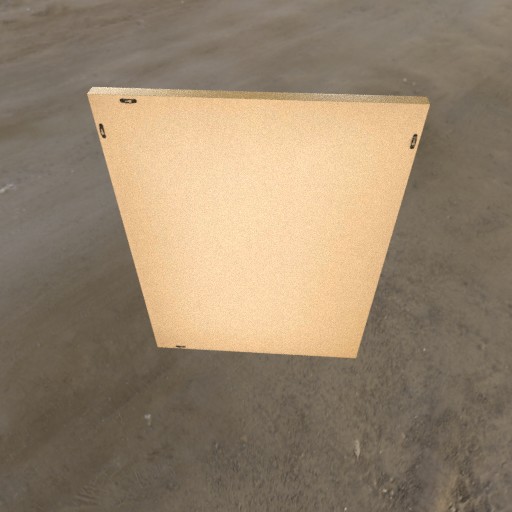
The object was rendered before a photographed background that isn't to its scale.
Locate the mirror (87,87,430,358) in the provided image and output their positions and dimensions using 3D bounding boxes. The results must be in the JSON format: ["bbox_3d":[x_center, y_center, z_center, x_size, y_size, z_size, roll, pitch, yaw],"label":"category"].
[{"bbox_3d":[0.000,0.000,1.353,0.762,1.016,0.041,3,45,3],"label":"mirror"}]
